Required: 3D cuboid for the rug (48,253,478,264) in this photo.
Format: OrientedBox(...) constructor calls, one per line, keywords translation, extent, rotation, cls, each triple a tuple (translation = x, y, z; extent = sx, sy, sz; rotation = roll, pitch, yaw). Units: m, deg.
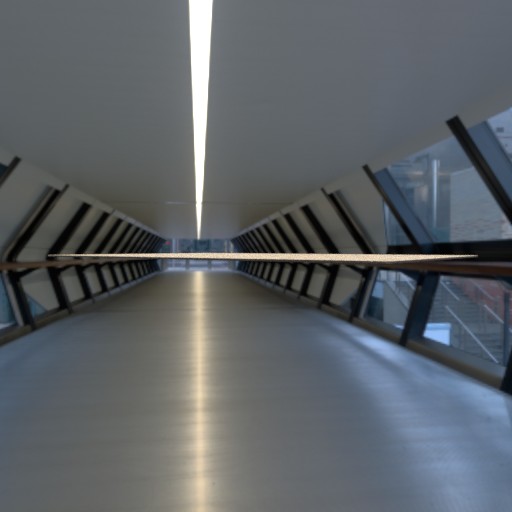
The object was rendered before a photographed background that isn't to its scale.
OrientedBox(translation=(0.000, 0.000, 2.194), extent=(1.783, 0.008, 1.175), rotation=(1, 1, 37), cls="rug")
